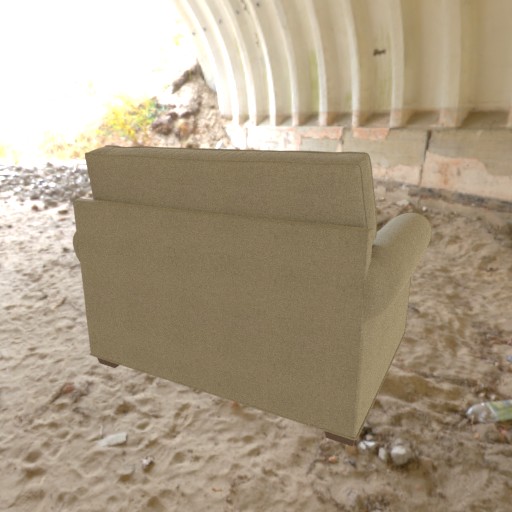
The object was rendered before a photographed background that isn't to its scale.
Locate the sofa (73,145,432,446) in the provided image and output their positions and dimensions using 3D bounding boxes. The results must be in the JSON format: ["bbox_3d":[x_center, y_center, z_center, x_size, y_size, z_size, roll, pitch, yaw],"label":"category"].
[{"bbox_3d":[0.000,0.000,2.033,1.405,0.991,0.936,8,18,26],"label":"sofa"}]
